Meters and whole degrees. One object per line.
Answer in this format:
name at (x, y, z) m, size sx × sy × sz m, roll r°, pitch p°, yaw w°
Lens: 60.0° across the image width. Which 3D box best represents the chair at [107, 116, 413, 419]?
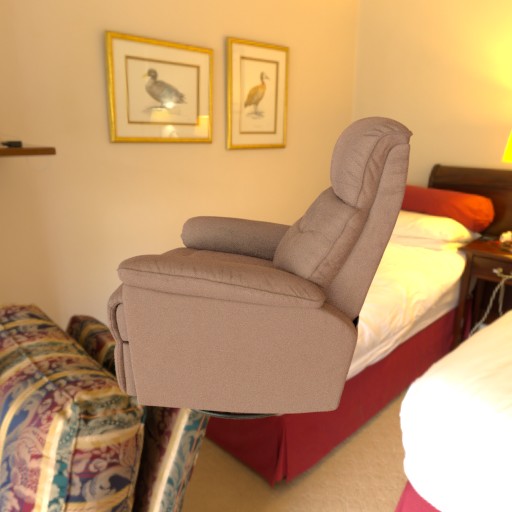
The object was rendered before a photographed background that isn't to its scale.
chair at (0.000, 0.000, 1.732) m, size 1.004 × 1.037 × 0.820 m, roll 2°, pitch 16°, yaw 9°
